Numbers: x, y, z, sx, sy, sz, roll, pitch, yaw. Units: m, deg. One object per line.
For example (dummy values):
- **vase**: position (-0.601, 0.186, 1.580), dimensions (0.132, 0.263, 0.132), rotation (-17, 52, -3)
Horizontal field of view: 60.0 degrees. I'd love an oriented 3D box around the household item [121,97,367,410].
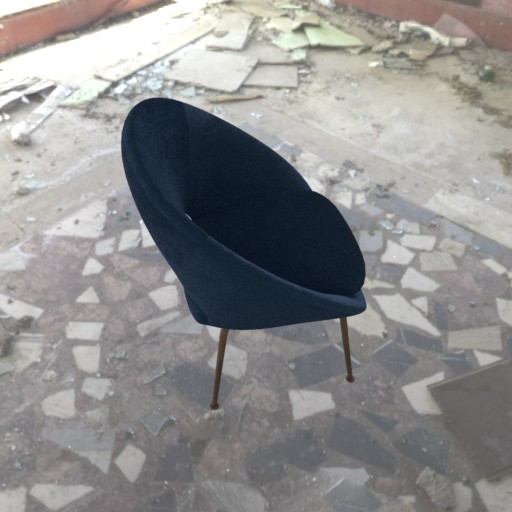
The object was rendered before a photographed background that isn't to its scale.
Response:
- **household item**: position (0.000, 0.000, 1.245), dimensions (0.573, 0.852, 0.623), rotation (-9, 48, -8)
